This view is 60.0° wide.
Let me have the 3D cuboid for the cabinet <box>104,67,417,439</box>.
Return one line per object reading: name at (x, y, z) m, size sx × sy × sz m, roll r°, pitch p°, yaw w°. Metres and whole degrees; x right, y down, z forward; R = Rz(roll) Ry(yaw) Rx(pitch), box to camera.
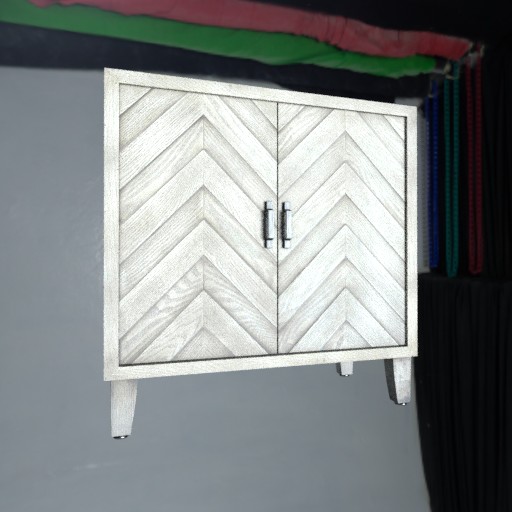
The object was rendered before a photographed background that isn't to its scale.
cabinet at (0.000, 0.000, 1.212) m, size 0.781 × 0.787 × 0.370 m, roll 0°, pitch 0°, yaw -18°
